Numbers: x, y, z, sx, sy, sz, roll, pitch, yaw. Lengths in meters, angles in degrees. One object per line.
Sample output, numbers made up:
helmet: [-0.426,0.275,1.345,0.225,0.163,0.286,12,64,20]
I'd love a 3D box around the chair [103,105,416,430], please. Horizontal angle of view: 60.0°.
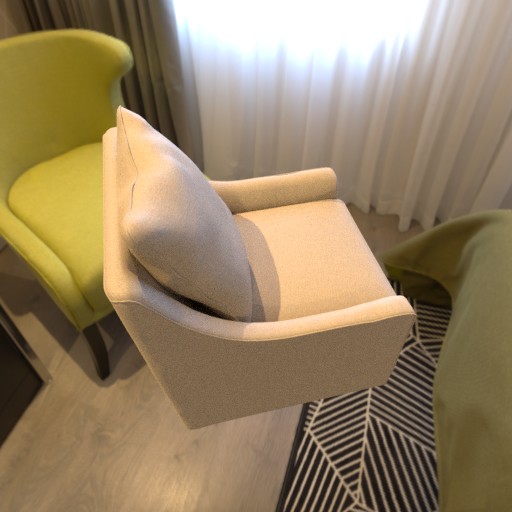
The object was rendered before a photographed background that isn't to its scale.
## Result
chair: [0.000,0.000,1.559,0.876,0.942,0.760,-10,48,-9]
